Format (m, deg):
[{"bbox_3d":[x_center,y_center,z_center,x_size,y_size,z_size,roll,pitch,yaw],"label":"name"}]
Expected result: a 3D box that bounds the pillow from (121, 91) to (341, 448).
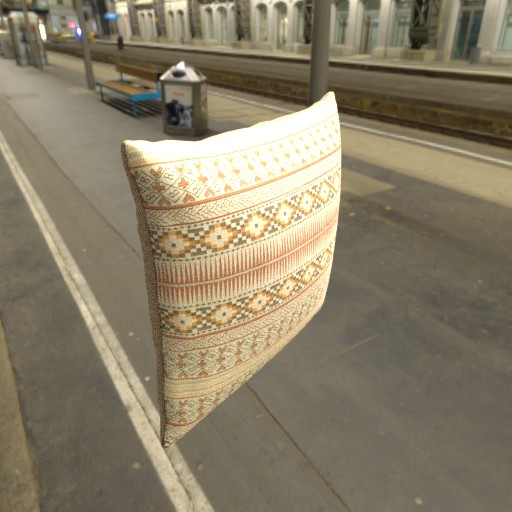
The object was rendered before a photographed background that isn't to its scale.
[{"bbox_3d":[0.000,0.000,0.809,0.215,0.519,0.521,19,33,32],"label":"pillow"}]
